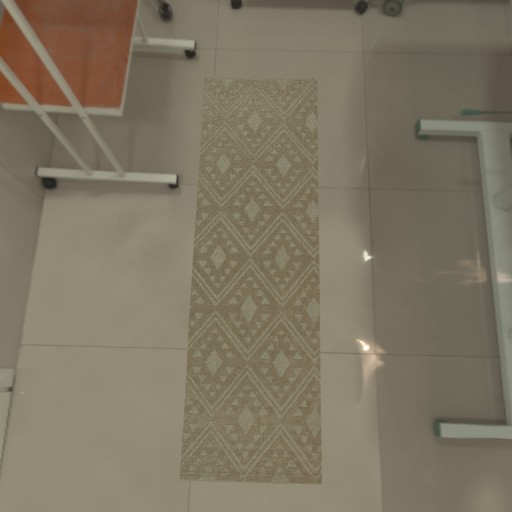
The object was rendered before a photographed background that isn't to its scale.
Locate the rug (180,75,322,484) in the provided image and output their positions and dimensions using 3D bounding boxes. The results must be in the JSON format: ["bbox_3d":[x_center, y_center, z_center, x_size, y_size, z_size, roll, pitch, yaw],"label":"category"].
[{"bbox_3d":[0.000,0.000,2.632,0.752,0.051,2.452,1,75,0],"label":"rug"}]
